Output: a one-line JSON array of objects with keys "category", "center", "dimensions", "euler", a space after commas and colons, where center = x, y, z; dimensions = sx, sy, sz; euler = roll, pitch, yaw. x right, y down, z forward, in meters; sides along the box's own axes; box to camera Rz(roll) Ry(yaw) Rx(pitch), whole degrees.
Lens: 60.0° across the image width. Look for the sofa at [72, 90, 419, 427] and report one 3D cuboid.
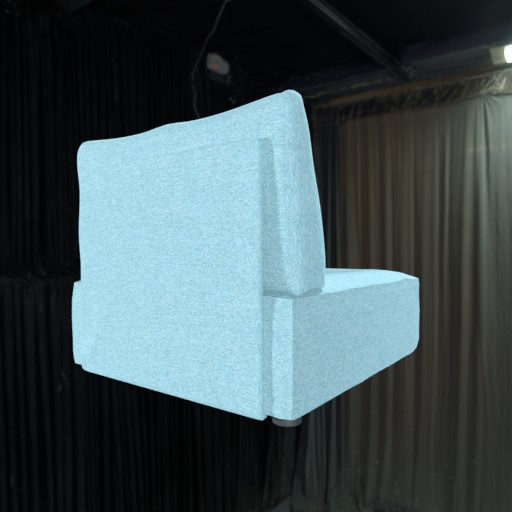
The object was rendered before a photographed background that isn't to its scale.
[{"category": "sofa", "center": [0.000, 0.000, 1.691], "dimensions": [0.930, 0.820, 1.000], "euler": [1, 1, 37]}]
